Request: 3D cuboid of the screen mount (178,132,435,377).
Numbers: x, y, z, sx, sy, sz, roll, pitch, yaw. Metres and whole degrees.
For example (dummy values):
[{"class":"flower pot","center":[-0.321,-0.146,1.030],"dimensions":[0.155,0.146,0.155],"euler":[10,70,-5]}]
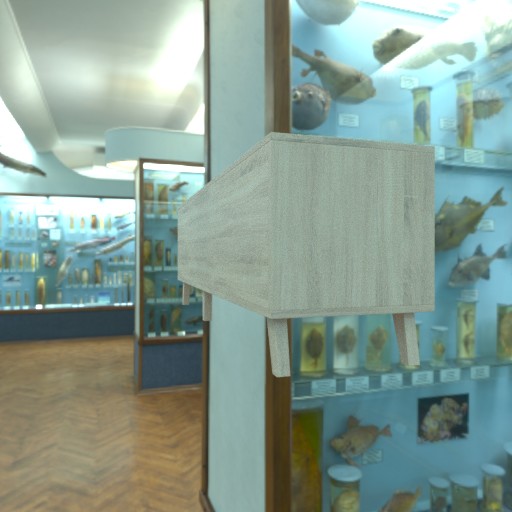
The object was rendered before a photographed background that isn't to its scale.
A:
[{"class":"screen mount","center":[0.000,0.000,1.681],"dimensions":[0.400,0.510,1.500],"euler":[0,0,-17]}]
